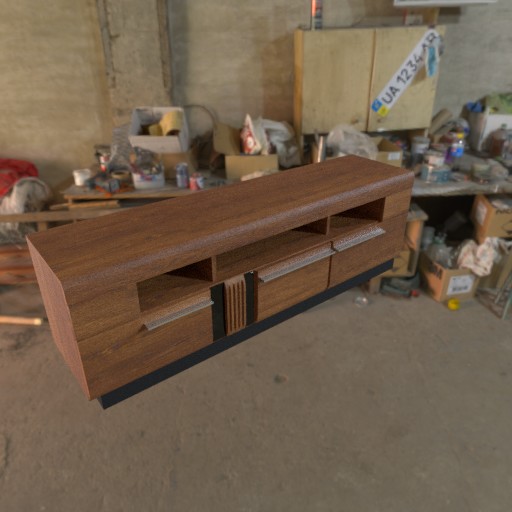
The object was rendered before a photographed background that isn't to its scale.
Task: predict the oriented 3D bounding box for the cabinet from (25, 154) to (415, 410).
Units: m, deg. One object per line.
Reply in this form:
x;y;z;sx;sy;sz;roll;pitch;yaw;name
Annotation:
0.000;0.000;1.868;1.600;0.510;0.419;-20;34;-33;cabinet
